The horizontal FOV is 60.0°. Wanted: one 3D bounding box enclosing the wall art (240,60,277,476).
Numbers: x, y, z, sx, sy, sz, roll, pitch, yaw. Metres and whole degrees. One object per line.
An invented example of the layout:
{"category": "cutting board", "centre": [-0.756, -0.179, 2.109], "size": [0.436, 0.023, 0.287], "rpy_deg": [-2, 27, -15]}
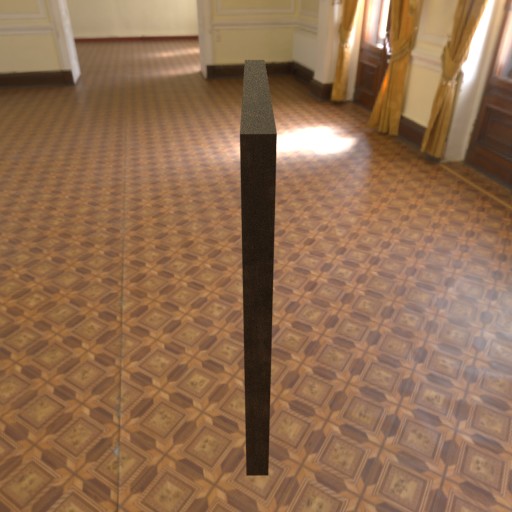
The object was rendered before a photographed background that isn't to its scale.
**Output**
{"category": "wall art", "centre": [0.000, 0.000, 0.555], "size": [0.027, 0.406, 0.329], "rpy_deg": [0, 32, -1]}
